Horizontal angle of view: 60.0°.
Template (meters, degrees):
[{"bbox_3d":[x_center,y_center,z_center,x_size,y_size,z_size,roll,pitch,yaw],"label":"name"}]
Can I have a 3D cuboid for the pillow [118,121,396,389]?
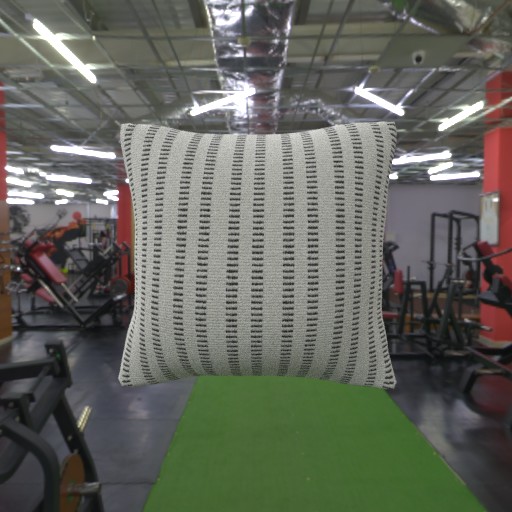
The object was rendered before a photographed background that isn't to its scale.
[{"bbox_3d":[0.000,0.000,0.698,0.438,0.419,0.247,0,2,2],"label":"pillow"}]
